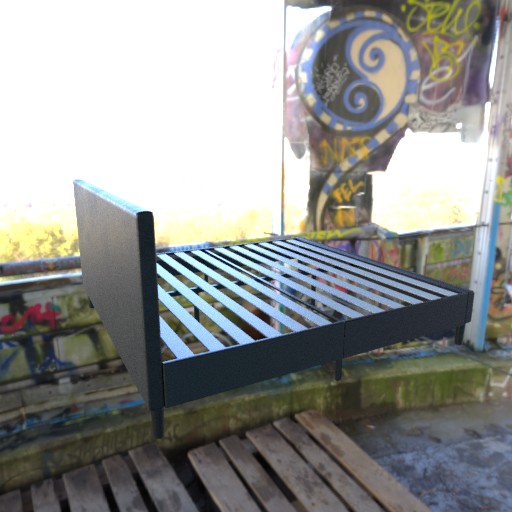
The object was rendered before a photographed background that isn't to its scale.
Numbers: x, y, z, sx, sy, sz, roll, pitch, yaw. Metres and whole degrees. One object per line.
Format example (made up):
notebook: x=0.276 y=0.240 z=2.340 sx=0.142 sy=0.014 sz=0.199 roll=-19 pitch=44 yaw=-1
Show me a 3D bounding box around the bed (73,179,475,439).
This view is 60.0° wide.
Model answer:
bed: x=0.000 y=0.000 z=3.205 sx=2.152 sy=1.046 sz=2.018 roll=-7 pitch=16 yaw=-27
